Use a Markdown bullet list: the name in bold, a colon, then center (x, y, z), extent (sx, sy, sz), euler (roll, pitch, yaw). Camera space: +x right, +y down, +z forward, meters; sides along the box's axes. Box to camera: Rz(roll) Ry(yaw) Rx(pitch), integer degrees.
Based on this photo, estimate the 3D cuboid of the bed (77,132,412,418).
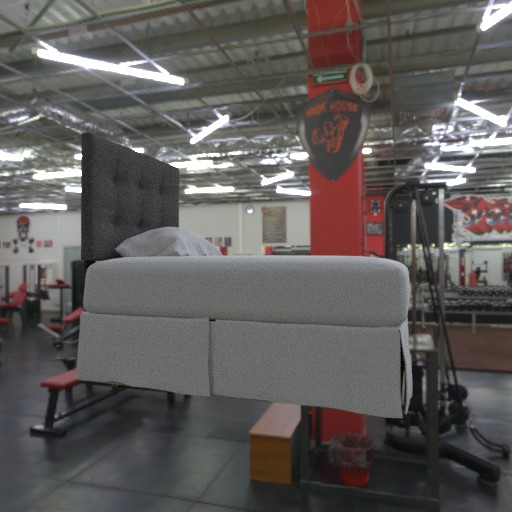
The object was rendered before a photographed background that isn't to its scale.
- **bed**: center (0.000, 0.000, 3.005), extent (1.997, 1.571, 1.261), euler (0, -1, 20)
